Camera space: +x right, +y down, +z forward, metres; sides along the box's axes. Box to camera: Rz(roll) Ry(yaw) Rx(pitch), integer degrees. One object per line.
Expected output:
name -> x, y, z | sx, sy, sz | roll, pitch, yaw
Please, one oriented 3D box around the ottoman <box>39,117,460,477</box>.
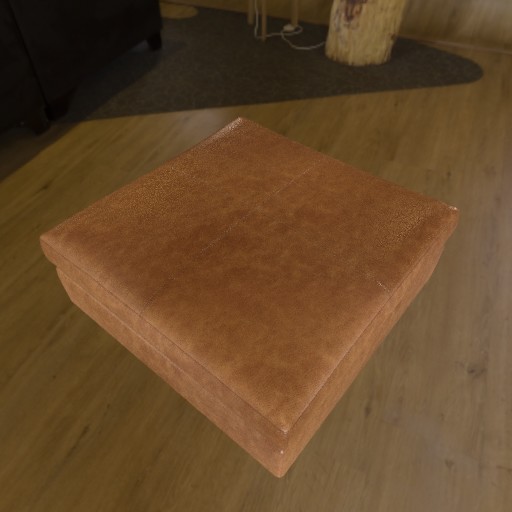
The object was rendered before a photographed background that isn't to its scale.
ottoman -> 0.000, 0.000, 1.823 | 1.169, 0.483, 1.168 | 31, 54, 26
